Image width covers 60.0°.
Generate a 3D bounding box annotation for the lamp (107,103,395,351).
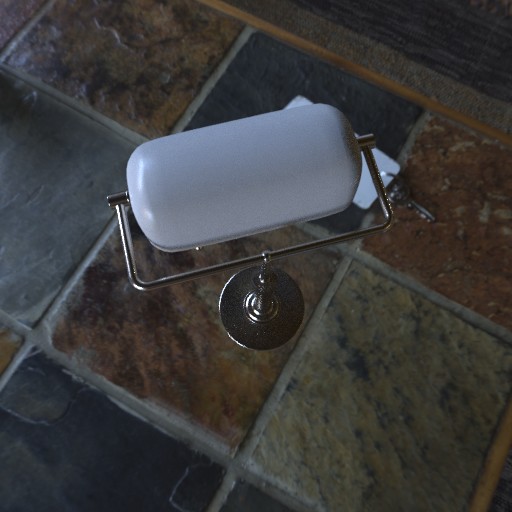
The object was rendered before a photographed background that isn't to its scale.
[{"bbox_3d":[0.000,0.000,0.575,0.269,0.404,0.227,-14,76,-4],"label":"lamp"}]
